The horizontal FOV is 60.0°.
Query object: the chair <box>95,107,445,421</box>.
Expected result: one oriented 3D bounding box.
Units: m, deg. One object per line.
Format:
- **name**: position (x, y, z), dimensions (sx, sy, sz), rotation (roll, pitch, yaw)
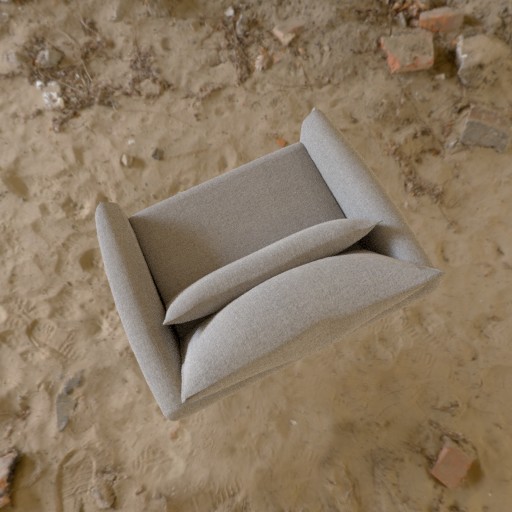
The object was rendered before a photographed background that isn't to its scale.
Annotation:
- **chair**: position (0.000, 0.000, 1.628), dimensions (1.029, 0.856, 0.801), rotation (-25, 76, -7)
